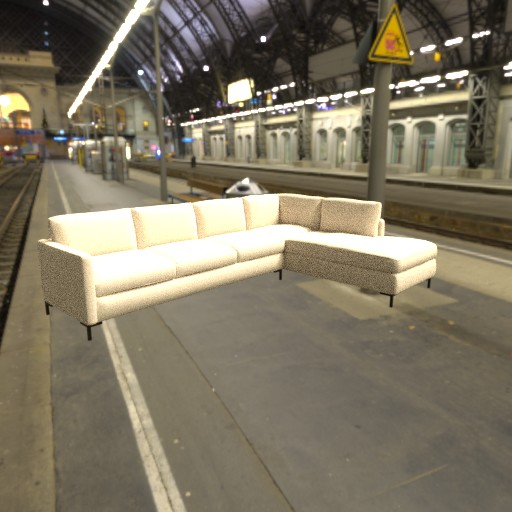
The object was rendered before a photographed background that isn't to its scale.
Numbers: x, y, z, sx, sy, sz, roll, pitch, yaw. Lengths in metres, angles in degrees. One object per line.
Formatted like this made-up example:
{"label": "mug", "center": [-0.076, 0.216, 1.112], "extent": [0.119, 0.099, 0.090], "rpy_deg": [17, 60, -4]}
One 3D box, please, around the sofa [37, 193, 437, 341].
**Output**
{"label": "sofa", "center": [0.000, 0.000, 3.850], "extent": [2.007, 0.815, 2.949], "rpy_deg": [13, 18, 43]}
